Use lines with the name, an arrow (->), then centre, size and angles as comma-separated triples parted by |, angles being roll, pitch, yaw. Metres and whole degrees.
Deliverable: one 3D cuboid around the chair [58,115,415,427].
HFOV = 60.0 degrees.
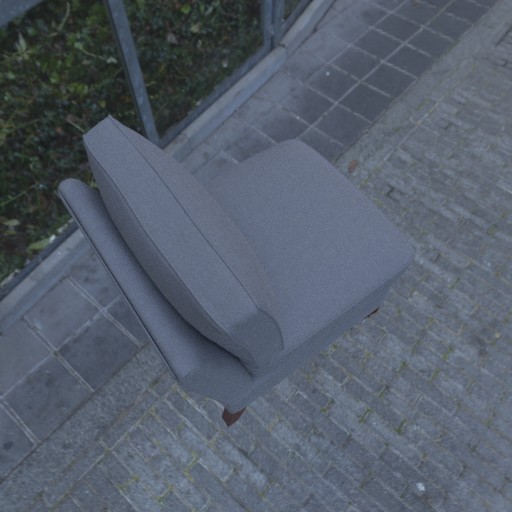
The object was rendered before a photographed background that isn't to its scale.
chair -> 0.000, 0.000, 1.574 | 0.924, 1.045, 0.724 | -32, 64, -17
